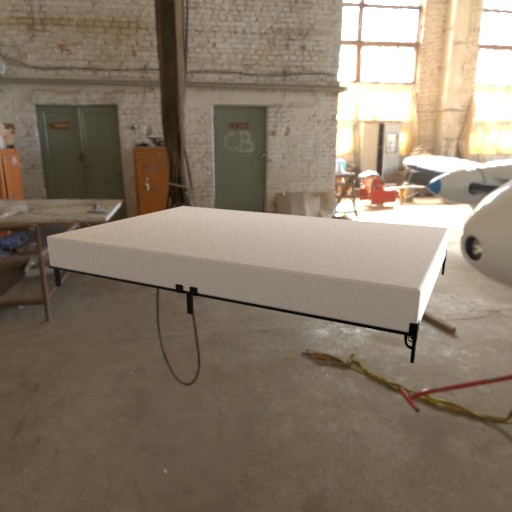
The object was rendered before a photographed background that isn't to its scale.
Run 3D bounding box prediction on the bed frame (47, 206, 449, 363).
[{"bbox_3d":[0.000,0.000,3.931,2.987,0.440,1.930,8,17,26],"label":"bed frame"}]
